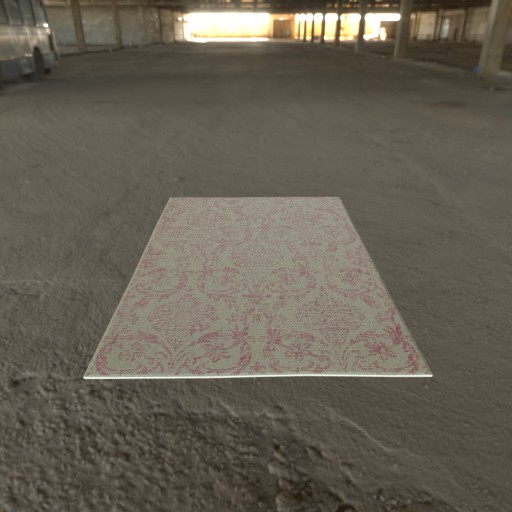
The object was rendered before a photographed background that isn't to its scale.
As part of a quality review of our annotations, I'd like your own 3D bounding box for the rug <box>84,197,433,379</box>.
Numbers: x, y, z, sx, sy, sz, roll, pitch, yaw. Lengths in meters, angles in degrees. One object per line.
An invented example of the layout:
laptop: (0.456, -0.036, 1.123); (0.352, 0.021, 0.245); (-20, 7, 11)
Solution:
rug: (0.000, 0.000, 3.520); (1.819, 0.018, 2.746); (0, 27, 0)
